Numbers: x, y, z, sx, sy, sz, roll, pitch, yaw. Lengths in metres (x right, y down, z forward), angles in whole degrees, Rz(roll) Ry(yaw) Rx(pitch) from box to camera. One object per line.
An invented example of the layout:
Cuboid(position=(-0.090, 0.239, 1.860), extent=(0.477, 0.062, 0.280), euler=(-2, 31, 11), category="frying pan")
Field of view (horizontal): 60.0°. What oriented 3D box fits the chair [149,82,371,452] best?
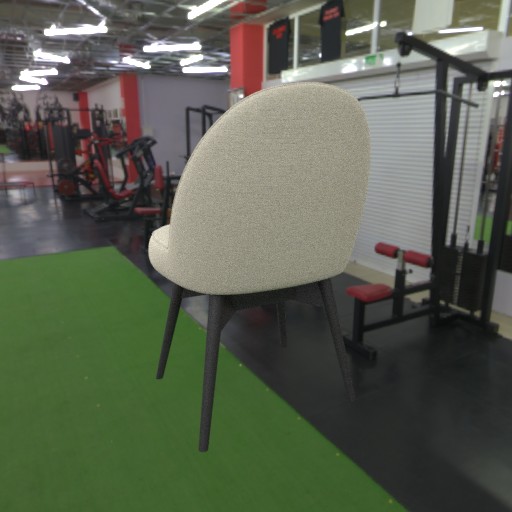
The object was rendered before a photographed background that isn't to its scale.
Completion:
Cuboid(position=(0.000, 0.000, 1.206), extent=(0.532, 0.838, 0.540), euler=(-8, 17, -27), category="chair")
